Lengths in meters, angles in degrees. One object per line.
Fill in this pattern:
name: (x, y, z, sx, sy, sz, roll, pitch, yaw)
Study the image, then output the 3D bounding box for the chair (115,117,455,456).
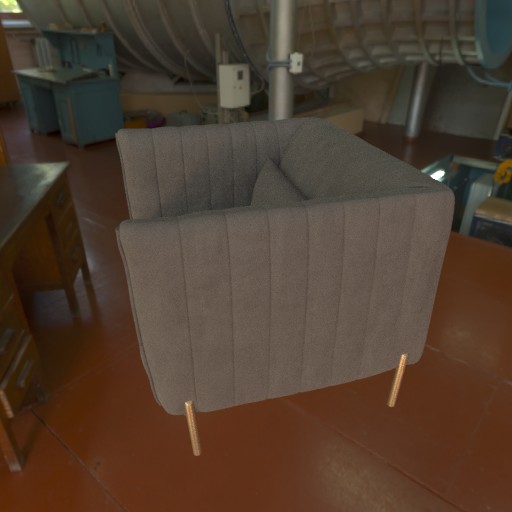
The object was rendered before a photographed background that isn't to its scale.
chair: (0.000, 0.000, 1.605, 0.873, 0.779, 0.981, -8, 30, -13)
